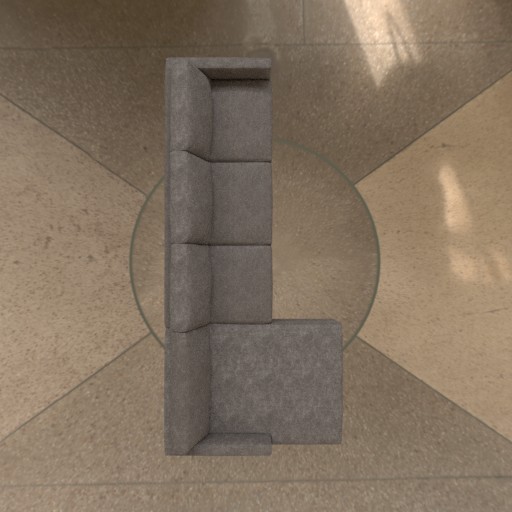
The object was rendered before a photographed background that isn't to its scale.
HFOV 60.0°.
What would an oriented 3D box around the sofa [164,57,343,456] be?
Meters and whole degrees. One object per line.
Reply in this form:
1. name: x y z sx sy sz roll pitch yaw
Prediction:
1. sofa: 0.000 0.000 4.097 1.606 0.954 3.471 0 89 0
